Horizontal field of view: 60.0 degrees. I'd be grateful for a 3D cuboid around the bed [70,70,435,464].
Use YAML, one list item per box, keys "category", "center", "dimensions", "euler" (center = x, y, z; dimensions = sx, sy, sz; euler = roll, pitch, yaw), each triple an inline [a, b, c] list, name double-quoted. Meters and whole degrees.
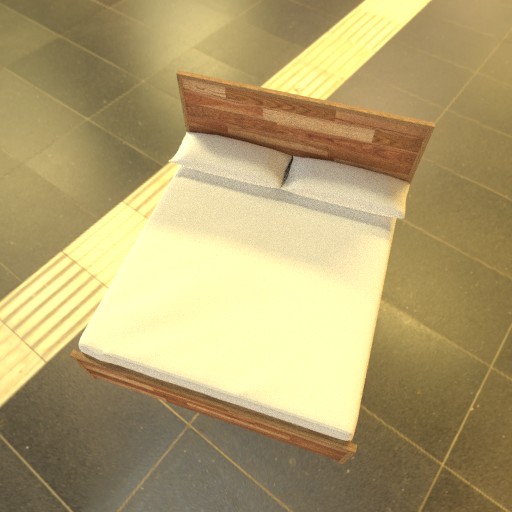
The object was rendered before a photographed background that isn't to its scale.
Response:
- category: "bed"
  center: [0.000, 0.000, 3.348]
  dimensions: [2.013, 1.295, 2.184]
  euler: [15, 58, 10]
